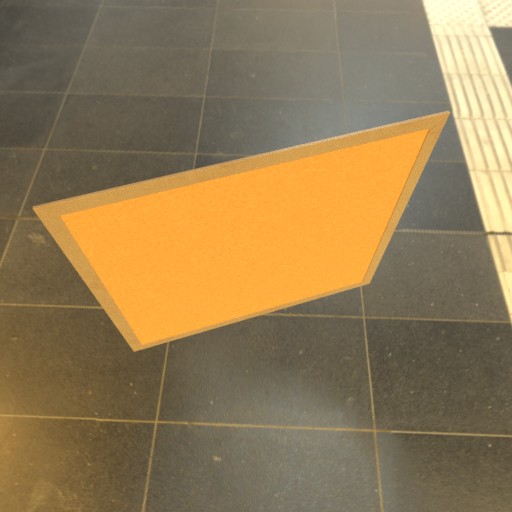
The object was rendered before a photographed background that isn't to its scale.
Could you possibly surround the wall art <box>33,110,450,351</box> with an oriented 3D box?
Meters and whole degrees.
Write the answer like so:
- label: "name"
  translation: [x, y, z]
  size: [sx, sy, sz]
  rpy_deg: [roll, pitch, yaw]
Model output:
- label: "wall art"
  translation: [0.000, 0.000, 1.653]
  size: [1.168, 1.067, 0.025]
  rpy_deg: [-15, 60, -9]
